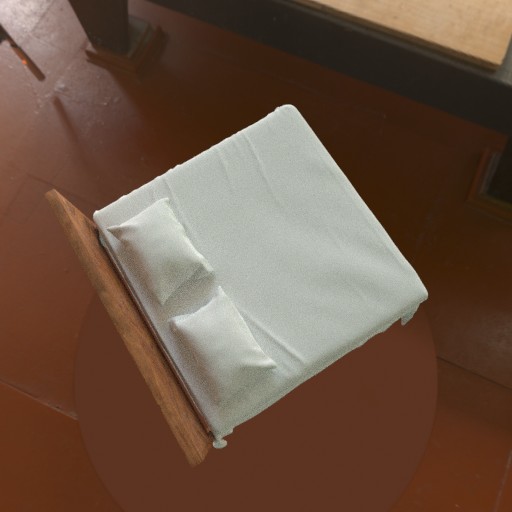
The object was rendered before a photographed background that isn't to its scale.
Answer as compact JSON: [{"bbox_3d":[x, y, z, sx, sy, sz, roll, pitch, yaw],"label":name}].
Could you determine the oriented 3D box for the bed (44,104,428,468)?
[{"bbox_3d":[0.000,0.000,3.483,2.165,1.158,2.255,-31,78,-7],"label":"bed"}]
